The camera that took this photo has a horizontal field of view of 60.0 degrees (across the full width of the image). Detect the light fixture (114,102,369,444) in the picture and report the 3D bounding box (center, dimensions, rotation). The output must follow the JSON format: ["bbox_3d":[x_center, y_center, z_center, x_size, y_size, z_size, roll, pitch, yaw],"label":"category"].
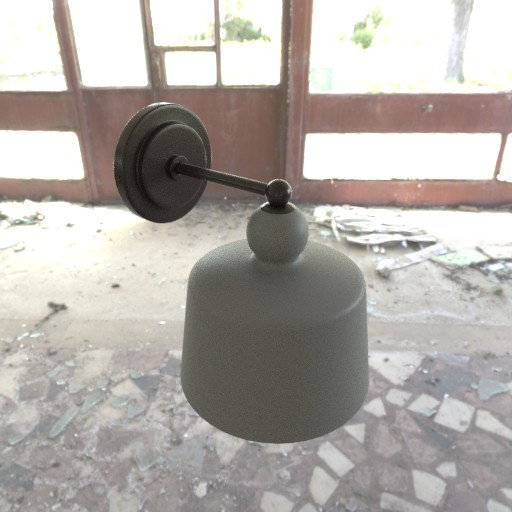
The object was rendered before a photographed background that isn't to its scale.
[{"bbox_3d":[0.000,0.000,0.441,0.254,0.268,0.204,20,33,33],"label":"light fixture"}]
